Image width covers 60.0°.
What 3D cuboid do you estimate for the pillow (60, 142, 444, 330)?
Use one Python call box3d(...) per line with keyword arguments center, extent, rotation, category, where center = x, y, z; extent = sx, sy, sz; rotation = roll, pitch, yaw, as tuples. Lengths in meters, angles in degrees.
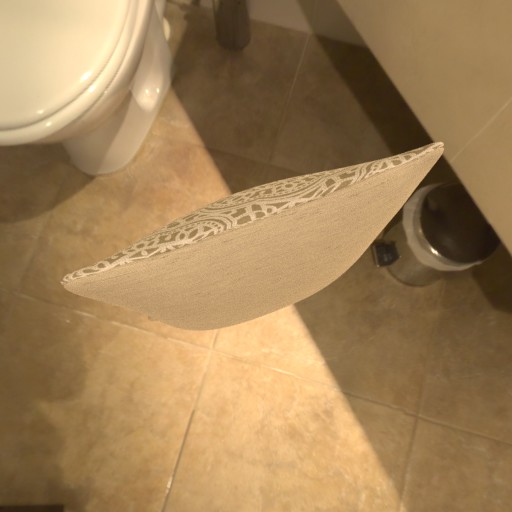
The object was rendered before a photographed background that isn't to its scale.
box3d(center=(0.000, 0.000, 0.665), extent=(0.438, 0.421, 0.167), rotation=(-20, 78, -4), category="pillow")
